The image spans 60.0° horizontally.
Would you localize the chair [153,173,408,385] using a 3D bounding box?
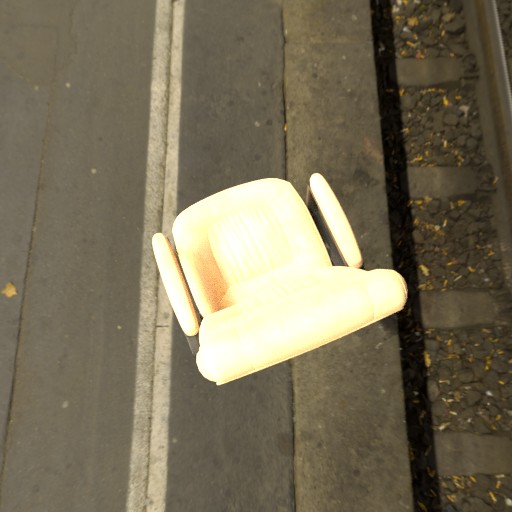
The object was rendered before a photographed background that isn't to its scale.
[{"bbox_3d":[0.000,0.000,1.557,0.667,1.105,0.724,-21,77,-5],"label":"chair"}]
